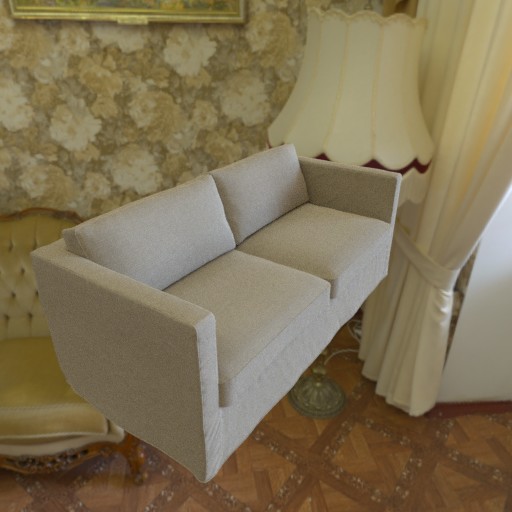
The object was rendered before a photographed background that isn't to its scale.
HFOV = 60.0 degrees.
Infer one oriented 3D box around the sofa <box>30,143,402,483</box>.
[{"bbox_3d":[0.000,0.000,2.430,0.956,0.847,1.987,18,32,30],"label":"sofa"}]
